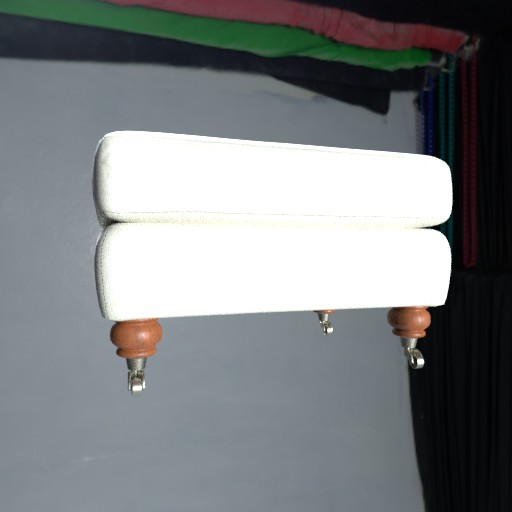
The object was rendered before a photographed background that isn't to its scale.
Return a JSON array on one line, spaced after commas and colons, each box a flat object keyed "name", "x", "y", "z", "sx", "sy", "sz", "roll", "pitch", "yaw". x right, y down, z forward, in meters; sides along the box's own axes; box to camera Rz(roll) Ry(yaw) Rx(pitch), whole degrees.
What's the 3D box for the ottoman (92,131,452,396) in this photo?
[{"name": "ottoman", "x": 0.000, "y": 0.000, "z": 1.126, "sx": 0.773, "sy": 0.499, "sz": 0.569, "roll": 0, "pitch": 0, "yaw": -19}]
